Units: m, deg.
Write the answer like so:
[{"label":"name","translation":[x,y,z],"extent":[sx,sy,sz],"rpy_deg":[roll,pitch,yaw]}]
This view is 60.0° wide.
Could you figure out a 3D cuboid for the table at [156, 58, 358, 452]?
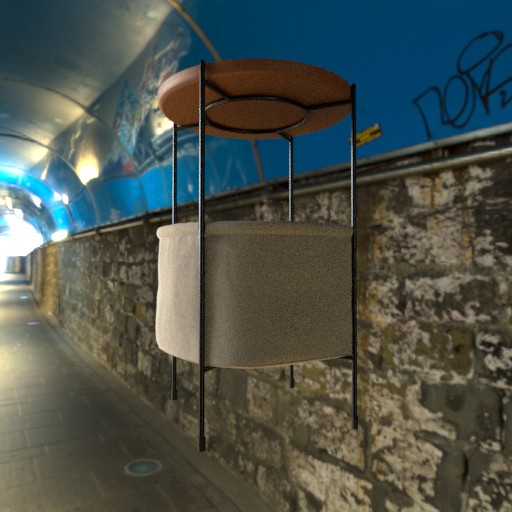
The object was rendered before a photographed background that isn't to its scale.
[{"label":"table","translation":[0.000,0.000,0.887],"extent":[0.393,0.623,0.393],"rpy_deg":[0,-1,-19]}]
